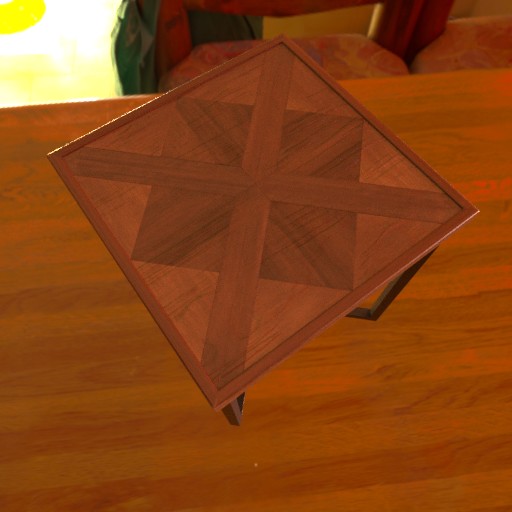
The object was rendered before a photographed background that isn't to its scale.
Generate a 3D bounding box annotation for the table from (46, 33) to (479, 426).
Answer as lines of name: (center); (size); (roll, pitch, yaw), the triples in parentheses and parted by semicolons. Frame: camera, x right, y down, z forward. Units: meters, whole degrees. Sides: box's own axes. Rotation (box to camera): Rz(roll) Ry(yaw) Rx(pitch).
table: (0.000, 0.000, 0.970); (0.503, 0.563, 0.503); (-34, 69, -15)
